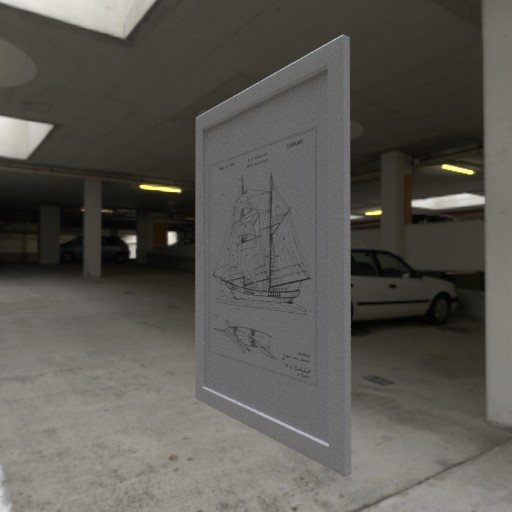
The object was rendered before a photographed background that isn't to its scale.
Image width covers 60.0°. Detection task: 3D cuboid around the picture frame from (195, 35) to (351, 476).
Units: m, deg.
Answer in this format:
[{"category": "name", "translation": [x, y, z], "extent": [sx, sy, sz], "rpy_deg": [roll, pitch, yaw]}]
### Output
[{"category": "picture frame", "translation": [0.000, 0.000, 0.692], "extent": [0.012, 0.534, 0.381], "rpy_deg": [1, -1, -36]}]
